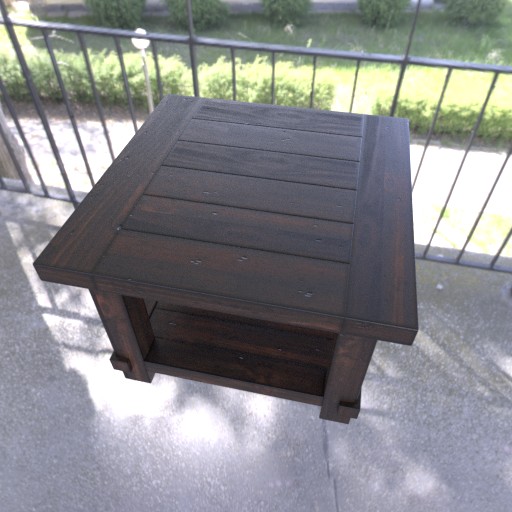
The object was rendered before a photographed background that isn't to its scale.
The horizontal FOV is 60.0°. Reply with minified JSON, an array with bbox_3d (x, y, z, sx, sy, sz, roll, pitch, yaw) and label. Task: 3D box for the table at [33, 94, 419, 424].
[{"bbox_3d":[0.000,0.000,1.018,0.593,0.437,0.606,9,46,9],"label":"table"}]
